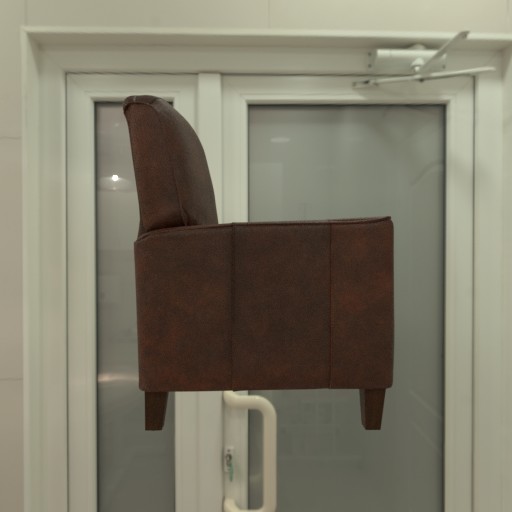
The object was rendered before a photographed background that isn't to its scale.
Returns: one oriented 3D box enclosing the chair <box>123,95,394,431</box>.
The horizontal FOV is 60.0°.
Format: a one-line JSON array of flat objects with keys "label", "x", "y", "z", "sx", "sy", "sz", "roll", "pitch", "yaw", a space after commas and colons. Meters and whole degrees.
[{"label": "chair", "x": 0.000, "y": 0.000, "z": 1.687, "sx": 0.836, "sy": 1.043, "sz": 0.843, "roll": 0, "pitch": 1, "yaw": -1}]
